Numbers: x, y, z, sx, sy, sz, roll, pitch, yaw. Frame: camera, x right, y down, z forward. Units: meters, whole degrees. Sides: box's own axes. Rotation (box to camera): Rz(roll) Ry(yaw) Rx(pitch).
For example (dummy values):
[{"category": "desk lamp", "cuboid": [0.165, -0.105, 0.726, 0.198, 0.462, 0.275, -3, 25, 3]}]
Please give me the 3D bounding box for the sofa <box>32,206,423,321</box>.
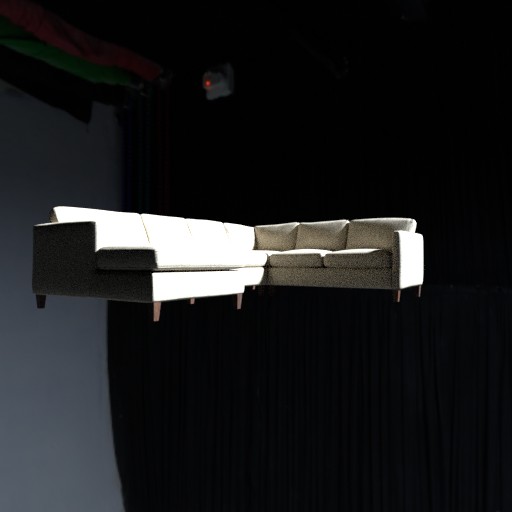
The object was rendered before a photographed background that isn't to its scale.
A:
[{"category": "sofa", "cuboid": [0.000, 0.000, 4.658, 2.593, 0.959, 3.460, 0, -1, 35]}]
